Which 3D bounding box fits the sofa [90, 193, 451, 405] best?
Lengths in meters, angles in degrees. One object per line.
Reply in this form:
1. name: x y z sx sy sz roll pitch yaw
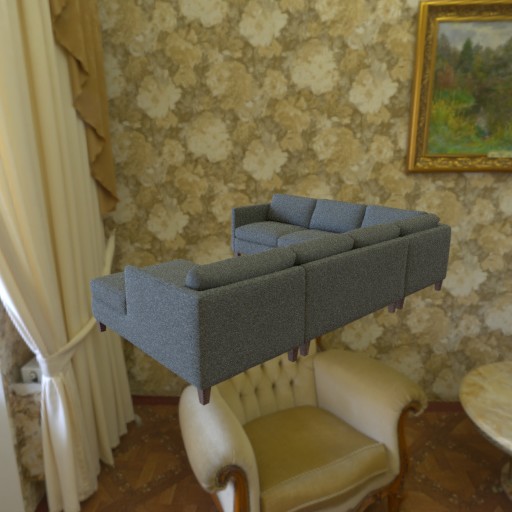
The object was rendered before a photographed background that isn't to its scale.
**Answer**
1. sofa: 0.000 0.000 4.475 3.238 0.853 2.551 -13 20 -41
